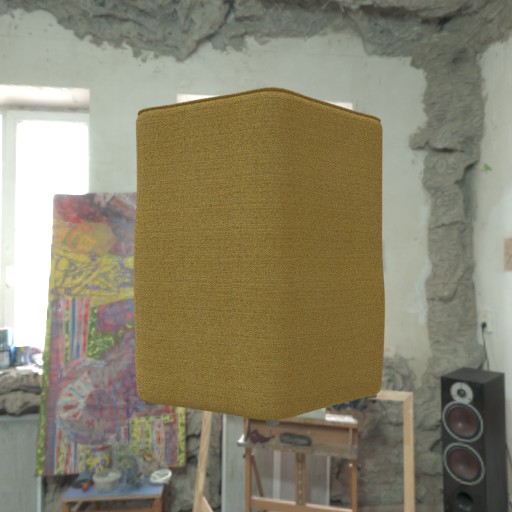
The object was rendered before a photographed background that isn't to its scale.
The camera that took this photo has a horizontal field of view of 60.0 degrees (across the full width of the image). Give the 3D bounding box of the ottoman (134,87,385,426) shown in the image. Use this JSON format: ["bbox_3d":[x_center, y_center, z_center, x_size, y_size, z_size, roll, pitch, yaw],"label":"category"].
[{"bbox_3d":[0.000,0.000,0.878,0.494,0.502,0.443,1,-1,-36],"label":"ottoman"}]
